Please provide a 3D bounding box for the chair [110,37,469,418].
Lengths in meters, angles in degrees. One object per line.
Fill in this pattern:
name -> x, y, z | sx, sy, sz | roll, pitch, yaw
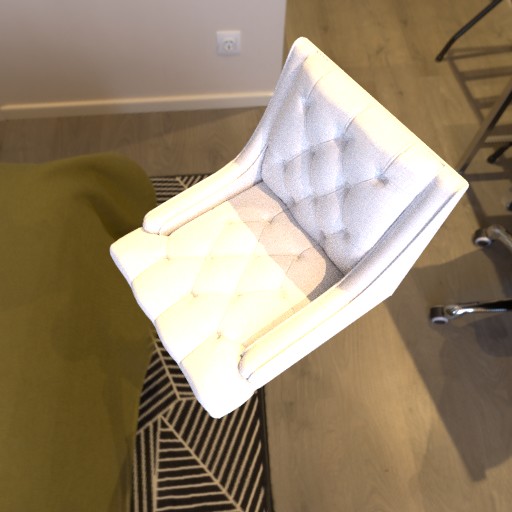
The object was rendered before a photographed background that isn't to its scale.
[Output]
chair -> 0.000, 0.000, 1.416 | 0.772, 0.891, 0.658 | -31, 67, -15
